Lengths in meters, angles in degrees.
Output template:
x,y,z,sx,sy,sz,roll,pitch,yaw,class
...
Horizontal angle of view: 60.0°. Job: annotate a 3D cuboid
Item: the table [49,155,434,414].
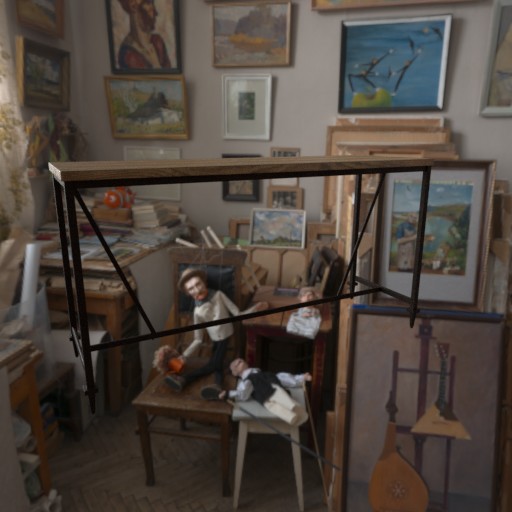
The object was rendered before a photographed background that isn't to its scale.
x,y,z,sx,sy,sz,roll,pitch,yaw,class
0.000,0.000,2.139,1.700,0.902,0.551,-8,17,-27,table
